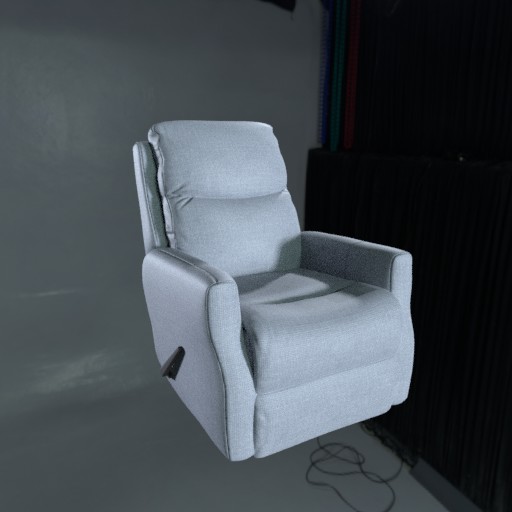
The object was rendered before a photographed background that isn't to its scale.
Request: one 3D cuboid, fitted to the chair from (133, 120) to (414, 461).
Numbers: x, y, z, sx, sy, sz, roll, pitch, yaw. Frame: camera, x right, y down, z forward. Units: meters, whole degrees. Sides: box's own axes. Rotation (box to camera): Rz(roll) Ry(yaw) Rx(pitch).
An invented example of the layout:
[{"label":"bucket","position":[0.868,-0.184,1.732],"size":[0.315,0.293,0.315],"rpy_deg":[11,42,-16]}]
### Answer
[{"label":"chair","position":[0.000,0.000,1.729],"size":[0.829,1.030,1.080],"rpy_deg":[-8,17,-26]}]
